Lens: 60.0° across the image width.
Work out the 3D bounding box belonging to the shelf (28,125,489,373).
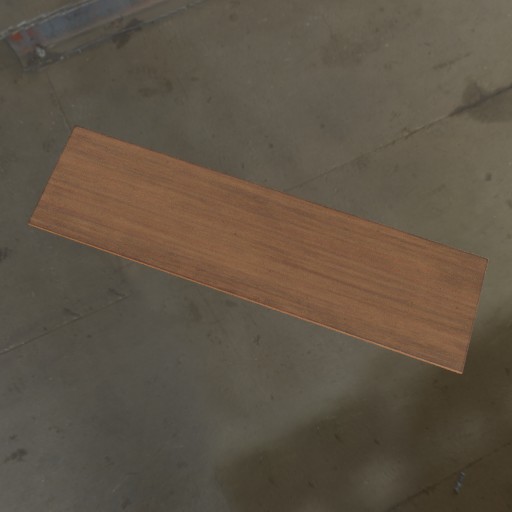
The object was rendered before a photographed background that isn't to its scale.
[{"bbox_3d":[0.000,0.000,0.721,0.636,0.190,0.166,19,78,4],"label":"shelf"}]
